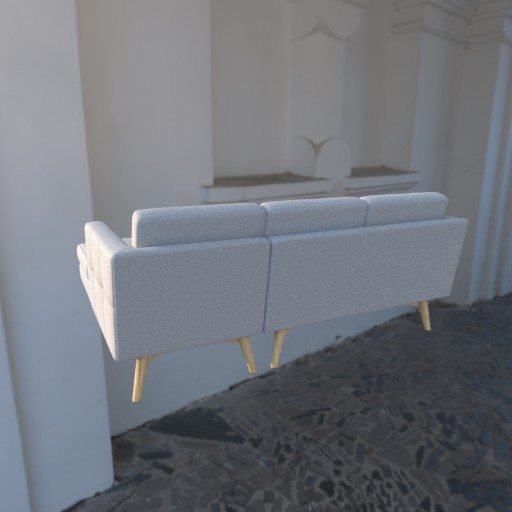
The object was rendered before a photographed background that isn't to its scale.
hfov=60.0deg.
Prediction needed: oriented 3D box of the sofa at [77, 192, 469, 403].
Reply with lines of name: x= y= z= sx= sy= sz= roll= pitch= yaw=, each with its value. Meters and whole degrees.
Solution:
sofa: x=0.000 y=0.000 z=2.868 sx=2.040 sy=0.860 sz=1.530 roll=-7 pitch=15 yaw=-26
